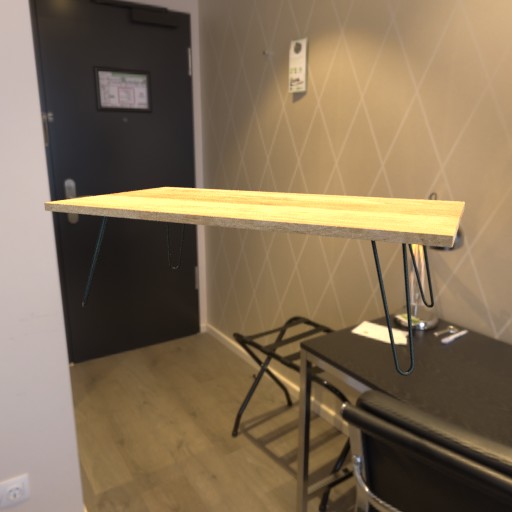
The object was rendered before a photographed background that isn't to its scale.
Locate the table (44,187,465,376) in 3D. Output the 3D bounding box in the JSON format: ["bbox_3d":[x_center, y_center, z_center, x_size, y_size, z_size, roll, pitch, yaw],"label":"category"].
[{"bbox_3d":[0.000,0.000,1.646,1.348,0.400,0.699,7,15,26],"label":"table"}]
